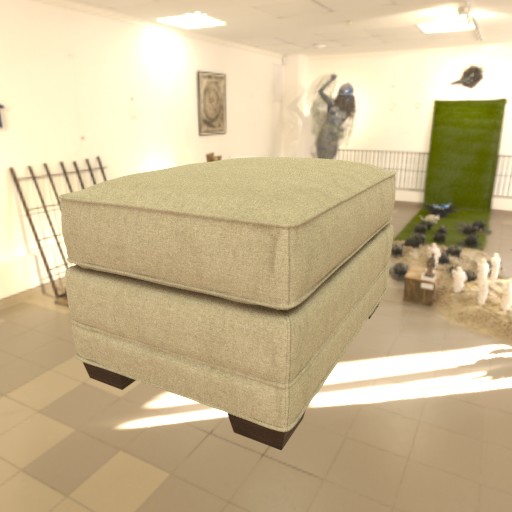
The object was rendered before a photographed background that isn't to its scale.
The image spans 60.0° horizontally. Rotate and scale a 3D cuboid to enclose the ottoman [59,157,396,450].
[{"bbox_3d":[0.000,0.000,1.251,0.611,0.508,0.848,9,20,27],"label":"ottoman"}]
